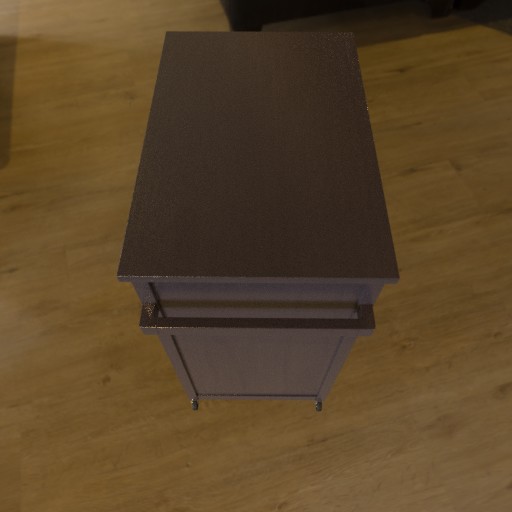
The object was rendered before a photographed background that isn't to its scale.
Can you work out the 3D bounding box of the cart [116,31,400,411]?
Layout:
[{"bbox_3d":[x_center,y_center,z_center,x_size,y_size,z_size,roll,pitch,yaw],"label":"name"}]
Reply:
[{"bbox_3d":[0.000,0.000,1.223,0.449,0.878,0.690,0,58,0],"label":"cart"}]
